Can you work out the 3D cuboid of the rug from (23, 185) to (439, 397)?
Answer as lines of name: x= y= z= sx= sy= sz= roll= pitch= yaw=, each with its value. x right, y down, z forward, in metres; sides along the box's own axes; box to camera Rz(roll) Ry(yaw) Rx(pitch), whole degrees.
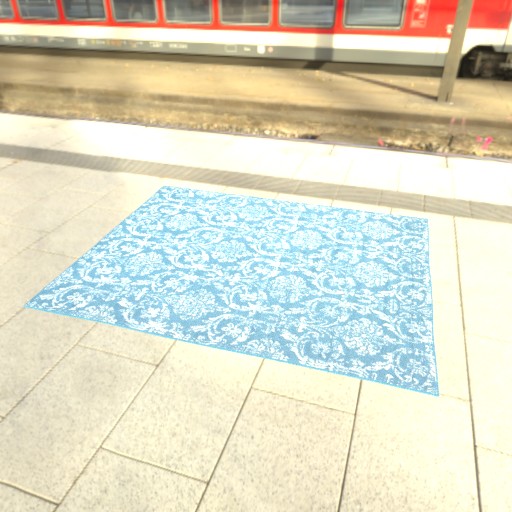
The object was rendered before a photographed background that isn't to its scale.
rug: x=0.000 y=0.000 z=3.950 sx=2.980 sy=0.012 sz=2.363 roll=9 pitch=34 yaw=14
